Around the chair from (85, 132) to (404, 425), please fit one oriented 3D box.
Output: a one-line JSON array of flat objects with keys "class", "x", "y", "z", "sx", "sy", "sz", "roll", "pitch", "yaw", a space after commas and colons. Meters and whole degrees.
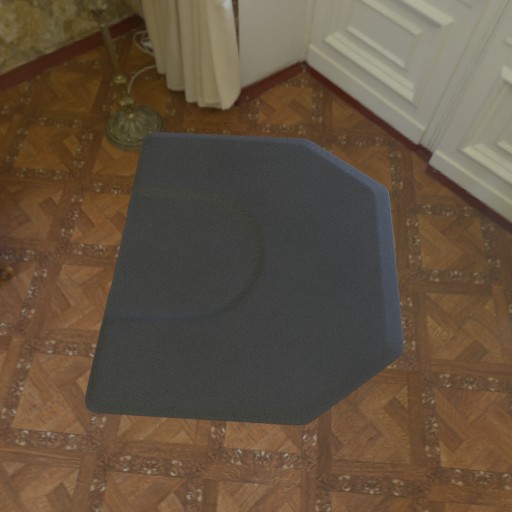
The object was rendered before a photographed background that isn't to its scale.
[{"class": "chair", "x": 0.000, "y": 0.000, "z": 1.937, "sx": 1.219, "sy": 0.024, "sz": 1.372, "roll": 3, "pitch": 63, "yaw": 2}]
